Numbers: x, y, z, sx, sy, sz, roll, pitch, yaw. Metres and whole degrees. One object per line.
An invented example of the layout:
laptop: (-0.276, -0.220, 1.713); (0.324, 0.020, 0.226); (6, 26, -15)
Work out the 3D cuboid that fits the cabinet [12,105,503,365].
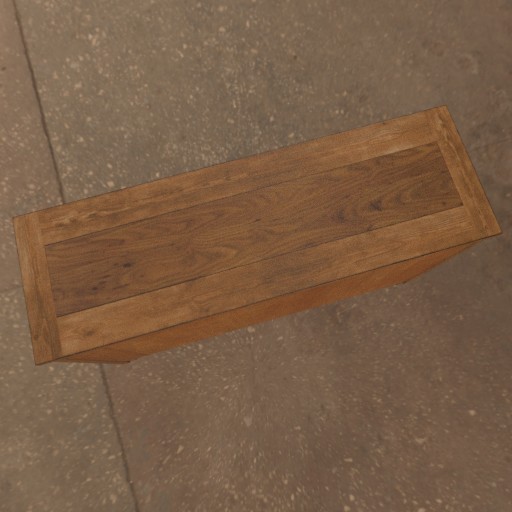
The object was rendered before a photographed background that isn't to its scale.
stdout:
cabinet: (0.000, 0.000, 1.790); (1.474, 0.813, 0.480); (-15, 76, -4)
